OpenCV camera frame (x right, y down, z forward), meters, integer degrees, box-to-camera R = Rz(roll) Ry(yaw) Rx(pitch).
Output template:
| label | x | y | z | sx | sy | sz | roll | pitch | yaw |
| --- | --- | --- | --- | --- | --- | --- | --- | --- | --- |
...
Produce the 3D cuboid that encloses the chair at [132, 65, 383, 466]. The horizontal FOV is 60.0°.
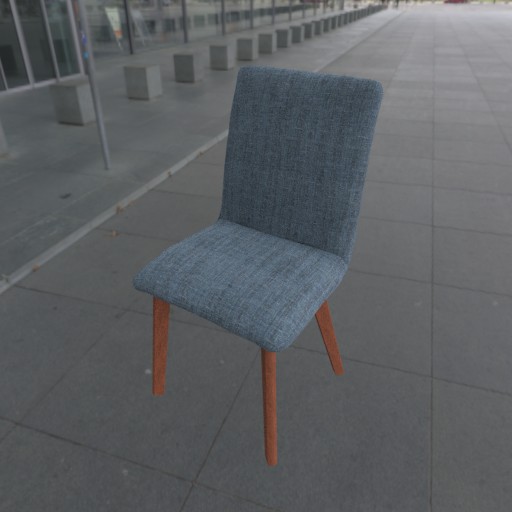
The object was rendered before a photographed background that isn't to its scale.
| label | x | y | z | sx | sy | sz | roll | pitch | yaw |
| --- | --- | --- | --- | --- | --- | --- | --- | --- | --- |
| chair | 0.000 | 0.000 | 1.321 | 0.522 | 0.974 | 0.563 | 19 | 36 | 29 |
